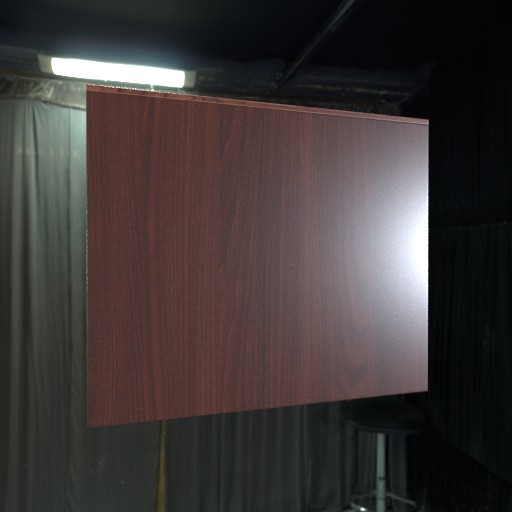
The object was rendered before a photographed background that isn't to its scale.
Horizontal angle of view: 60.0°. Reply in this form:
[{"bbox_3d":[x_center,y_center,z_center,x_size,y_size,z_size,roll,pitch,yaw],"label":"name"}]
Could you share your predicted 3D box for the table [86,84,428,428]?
[{"bbox_3d":[0.000,0.000,1.332,0.930,0.790,0.380,0,0,-17],"label":"table"}]
